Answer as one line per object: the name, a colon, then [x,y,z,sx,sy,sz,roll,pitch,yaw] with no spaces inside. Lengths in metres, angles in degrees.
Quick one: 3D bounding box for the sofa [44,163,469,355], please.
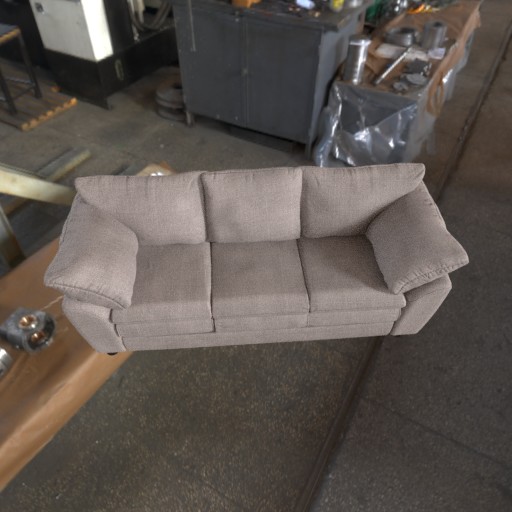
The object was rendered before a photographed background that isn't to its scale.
sofa: [0.000,0.000,2.873,2.334,0.996,0.878,-3,45,-3]
